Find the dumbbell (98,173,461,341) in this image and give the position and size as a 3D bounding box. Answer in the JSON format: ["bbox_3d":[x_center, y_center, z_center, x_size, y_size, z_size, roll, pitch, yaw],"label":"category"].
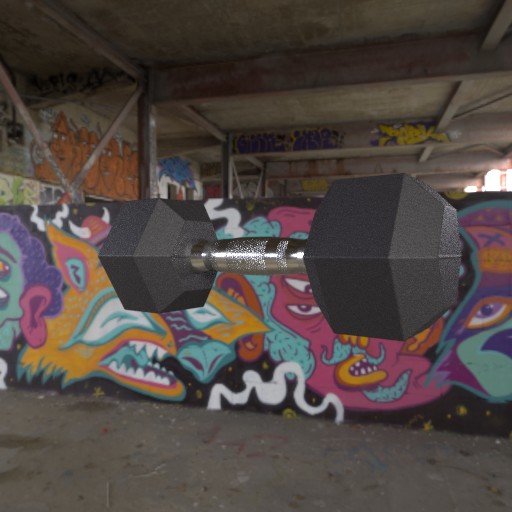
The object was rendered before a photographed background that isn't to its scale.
[{"bbox_3d":[0.000,0.000,0.362,0.297,0.101,0.116,0,1,35],"label":"dumbbell"}]
